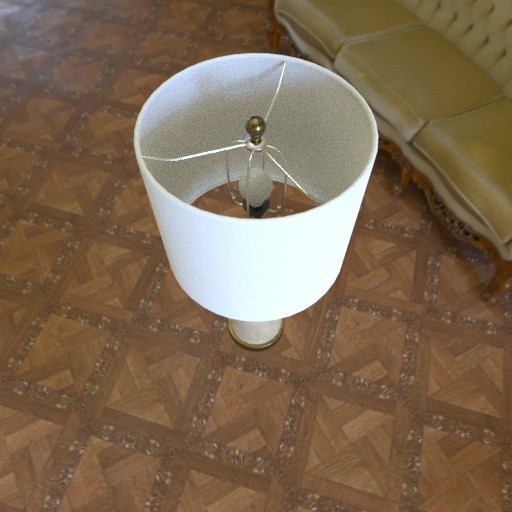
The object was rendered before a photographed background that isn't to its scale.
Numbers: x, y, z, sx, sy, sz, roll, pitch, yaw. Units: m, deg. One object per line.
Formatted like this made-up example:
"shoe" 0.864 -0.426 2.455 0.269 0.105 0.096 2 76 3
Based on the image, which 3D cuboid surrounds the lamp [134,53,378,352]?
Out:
"lamp" 0.000 0.000 0.814 0.305 0.634 0.305 13 59 8
